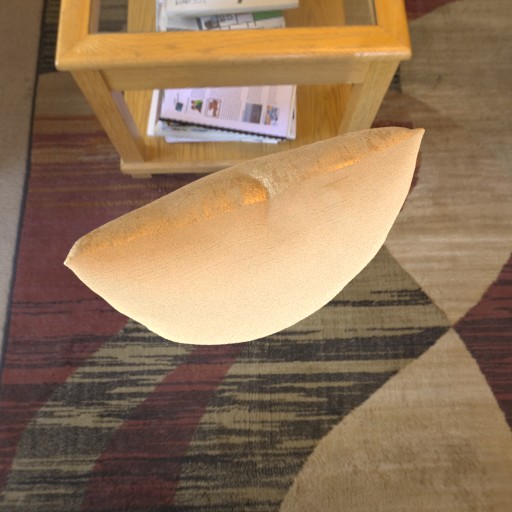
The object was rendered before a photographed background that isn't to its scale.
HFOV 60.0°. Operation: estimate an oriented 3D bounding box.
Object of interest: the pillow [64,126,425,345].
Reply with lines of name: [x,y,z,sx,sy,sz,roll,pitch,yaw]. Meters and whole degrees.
pillow: [0.000,0.000,0.711,0.450,0.448,0.245,-19,75,-5]
